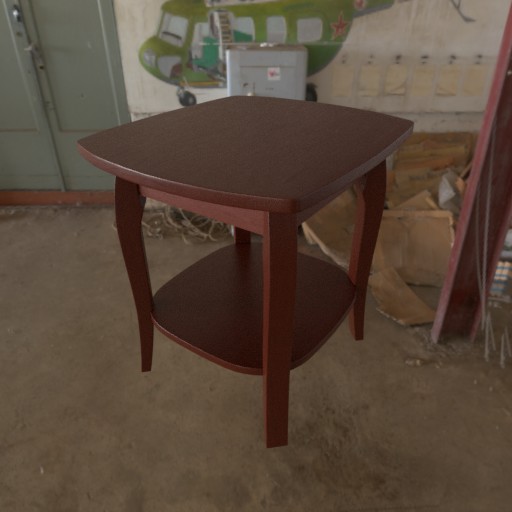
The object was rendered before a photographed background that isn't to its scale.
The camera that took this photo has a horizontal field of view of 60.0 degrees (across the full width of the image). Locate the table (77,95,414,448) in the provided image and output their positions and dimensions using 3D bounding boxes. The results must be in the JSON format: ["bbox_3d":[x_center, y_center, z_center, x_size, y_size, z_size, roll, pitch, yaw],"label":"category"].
[{"bbox_3d":[0.000,0.000,0.874,0.433,0.496,0.502,20,36,29],"label":"table"}]
